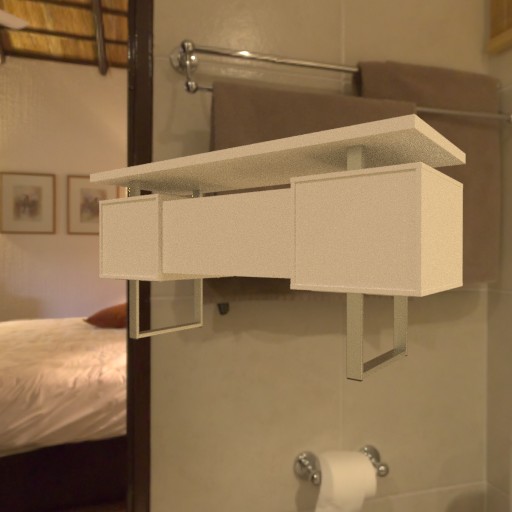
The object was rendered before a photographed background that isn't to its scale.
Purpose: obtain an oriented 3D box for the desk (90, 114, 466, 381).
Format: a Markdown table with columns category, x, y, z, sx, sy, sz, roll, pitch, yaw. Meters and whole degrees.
| category | x | y | z | sx | sy | sz | roll | pitch | yaw |
| --- | --- | --- | --- | --- | --- | --- | --- | --- | --- |
| desk | 0.000 | 0.000 | 1.893 | 1.530 | 0.773 | 0.603 | 0 | 1 | 37 |
